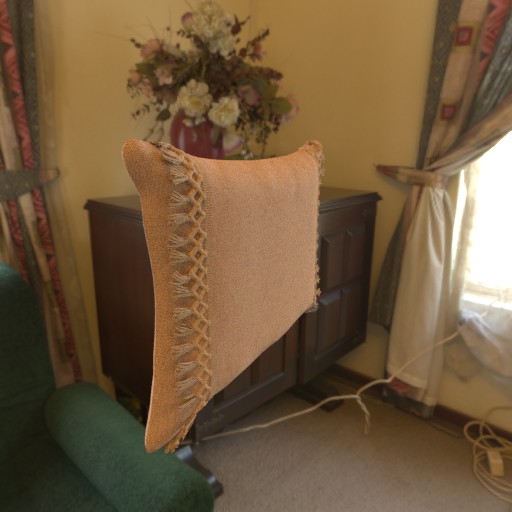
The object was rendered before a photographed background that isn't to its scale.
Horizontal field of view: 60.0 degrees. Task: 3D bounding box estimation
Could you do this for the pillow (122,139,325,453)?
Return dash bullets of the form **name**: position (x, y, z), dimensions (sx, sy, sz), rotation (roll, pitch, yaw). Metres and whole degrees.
- **pillow**: position (0.000, 0.000, 0.595), dimensions (0.084, 0.305, 0.466), rotation (7, 16, 26)
